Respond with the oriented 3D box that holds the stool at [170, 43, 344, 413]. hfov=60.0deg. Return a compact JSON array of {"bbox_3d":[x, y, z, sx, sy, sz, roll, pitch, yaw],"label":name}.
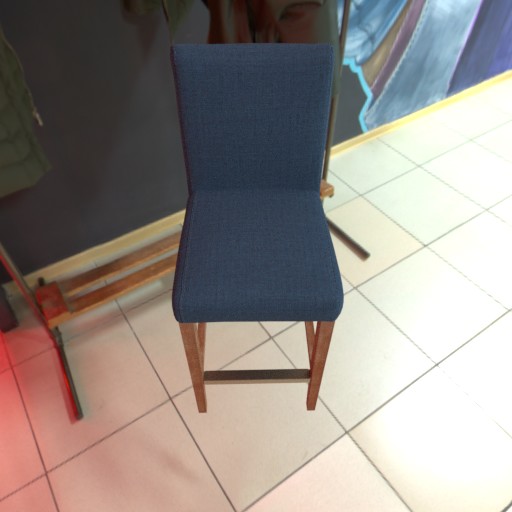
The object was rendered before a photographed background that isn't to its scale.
[{"bbox_3d":[0.000,0.000,1.386,0.454,1.088,0.574,-1,48,-1],"label":"stool"}]
